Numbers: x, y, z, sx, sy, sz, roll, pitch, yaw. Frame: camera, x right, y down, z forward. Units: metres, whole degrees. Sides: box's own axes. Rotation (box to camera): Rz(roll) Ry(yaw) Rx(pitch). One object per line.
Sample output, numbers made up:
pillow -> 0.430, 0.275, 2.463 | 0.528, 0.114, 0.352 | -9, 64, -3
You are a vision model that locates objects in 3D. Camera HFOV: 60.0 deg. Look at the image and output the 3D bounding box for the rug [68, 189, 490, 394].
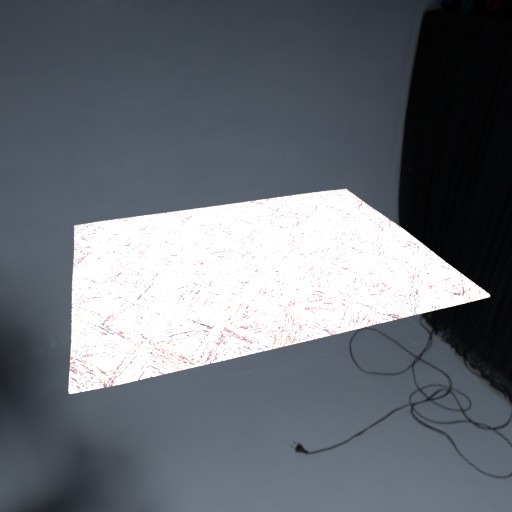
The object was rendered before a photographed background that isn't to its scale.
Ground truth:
rug -> 0.000, 0.000, 4.122 | 3.226, 0.024, 2.436 | -10, 32, -16
